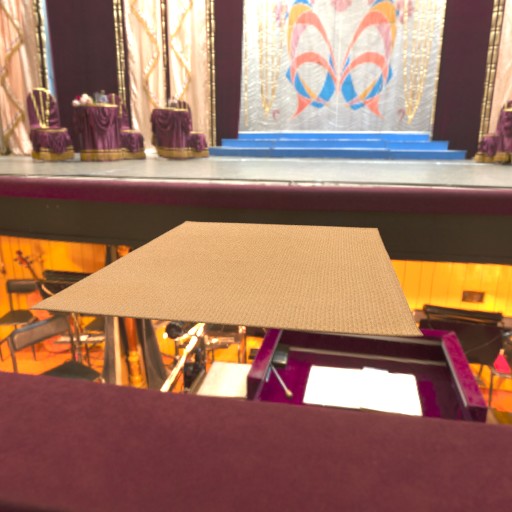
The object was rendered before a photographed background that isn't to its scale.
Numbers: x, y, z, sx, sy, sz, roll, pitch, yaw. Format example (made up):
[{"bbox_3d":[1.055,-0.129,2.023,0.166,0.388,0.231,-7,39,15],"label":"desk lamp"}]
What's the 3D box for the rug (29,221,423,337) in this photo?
[{"bbox_3d":[0.000,0.000,3.852,2.277,0.035,2.897,3,15,10],"label":"rug"}]
